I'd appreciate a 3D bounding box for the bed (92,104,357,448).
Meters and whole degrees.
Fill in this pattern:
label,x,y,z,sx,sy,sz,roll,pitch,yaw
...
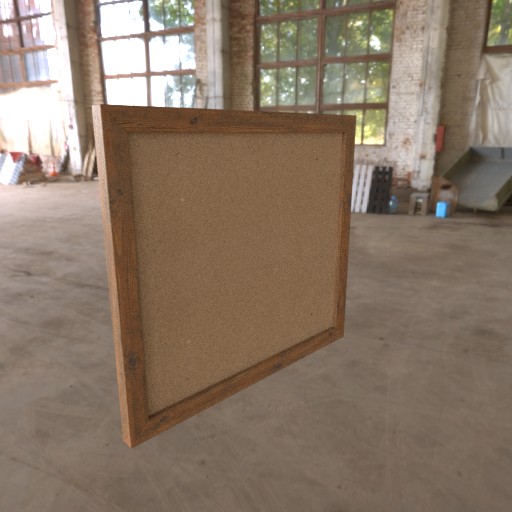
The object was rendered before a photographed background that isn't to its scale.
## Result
label,x,y,z,sx,sy,sz,roll,pitch,yaw
bed,0.000,0.000,1.516,1.046,0.942,0.046,-15,21,-42
